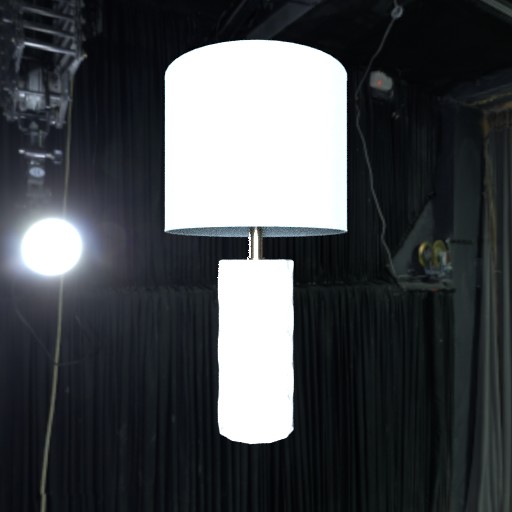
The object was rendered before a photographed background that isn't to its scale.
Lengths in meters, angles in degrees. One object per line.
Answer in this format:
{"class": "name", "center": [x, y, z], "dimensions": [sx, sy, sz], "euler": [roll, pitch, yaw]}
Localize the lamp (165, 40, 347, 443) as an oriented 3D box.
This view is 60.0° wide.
{"class": "lamp", "center": [0.000, 0.000, 0.686], "dimensions": [0.277, 0.534, 0.277], "euler": [0, 0, -37]}
